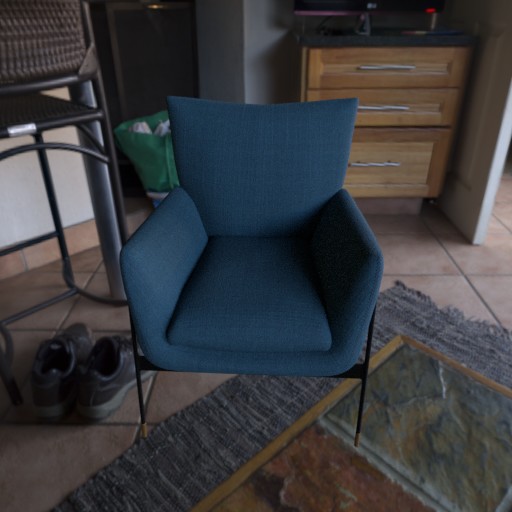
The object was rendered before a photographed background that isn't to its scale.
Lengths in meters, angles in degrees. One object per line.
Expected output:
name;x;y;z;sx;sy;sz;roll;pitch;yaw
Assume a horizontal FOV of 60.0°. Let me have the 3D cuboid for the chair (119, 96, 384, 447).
chair;0.000;0.000;1.421;0.678;0.859;0.769;1;29;3
